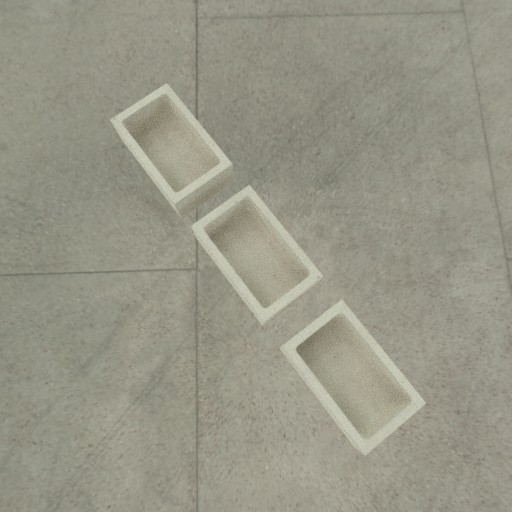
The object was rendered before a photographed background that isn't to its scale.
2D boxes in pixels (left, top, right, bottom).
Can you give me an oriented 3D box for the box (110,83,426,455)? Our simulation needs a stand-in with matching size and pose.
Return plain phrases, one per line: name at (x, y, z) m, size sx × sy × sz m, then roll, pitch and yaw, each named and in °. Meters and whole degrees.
box at (0.000, 0.000, 0.508) m, size 0.082 × 0.051 × 0.461 m, roll -36°, pitch 79°, yaw -8°
